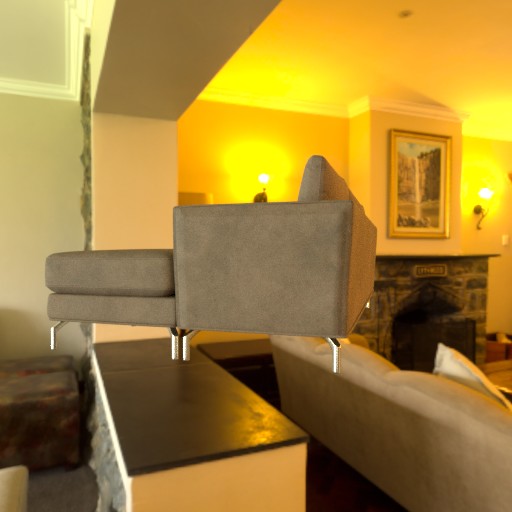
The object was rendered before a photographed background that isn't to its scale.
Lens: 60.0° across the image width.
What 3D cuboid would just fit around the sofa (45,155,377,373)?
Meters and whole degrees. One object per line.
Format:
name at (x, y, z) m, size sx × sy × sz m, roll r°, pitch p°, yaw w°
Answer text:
sofa at (0.000, 0.000, 3.241) m, size 1.622 × 0.987 × 2.438 m, roll 0°, pitch 1°, yaw 17°
